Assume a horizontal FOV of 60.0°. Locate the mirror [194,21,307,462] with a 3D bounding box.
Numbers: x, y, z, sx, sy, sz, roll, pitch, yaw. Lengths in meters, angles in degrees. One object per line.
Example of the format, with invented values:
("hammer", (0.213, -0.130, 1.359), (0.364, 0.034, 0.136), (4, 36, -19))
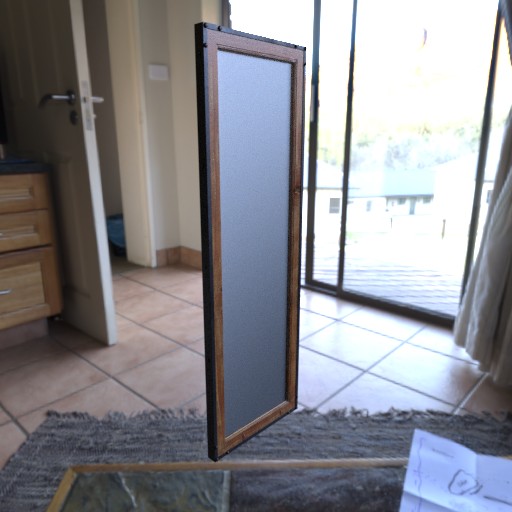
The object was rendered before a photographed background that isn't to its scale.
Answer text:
("mirror", (0.000, 0.000, 1.186), (0.042, 1.080, 0.354), (14, 20, 43))
